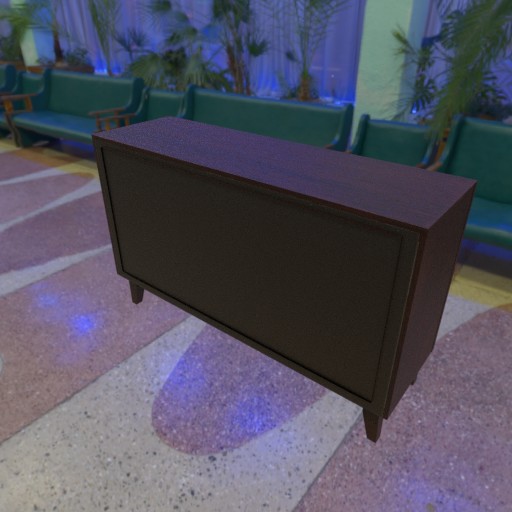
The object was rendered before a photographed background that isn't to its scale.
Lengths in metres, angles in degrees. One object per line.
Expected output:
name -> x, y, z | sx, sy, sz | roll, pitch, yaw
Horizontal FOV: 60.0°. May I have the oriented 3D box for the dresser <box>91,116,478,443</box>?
dresser -> 0.000, 0.000, 2.073 | 1.609, 0.971, 0.499 | 22, 36, 33
